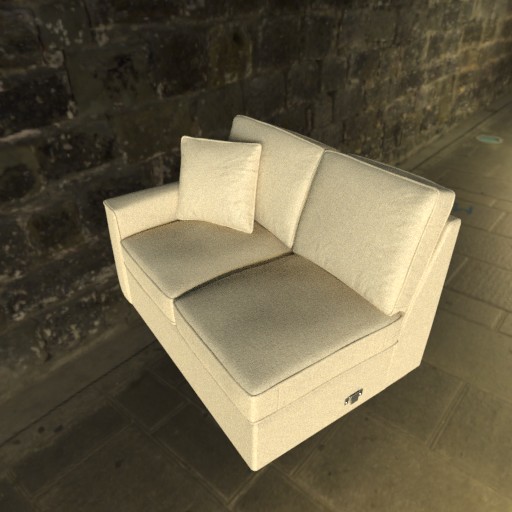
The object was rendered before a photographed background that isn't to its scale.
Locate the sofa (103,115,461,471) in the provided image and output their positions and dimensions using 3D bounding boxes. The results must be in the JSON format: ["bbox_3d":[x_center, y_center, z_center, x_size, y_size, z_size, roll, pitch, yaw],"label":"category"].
[{"bbox_3d":[0.000,0.000,2.086,0.991,0.989,1.388,-20,38,-29],"label":"sofa"}]
